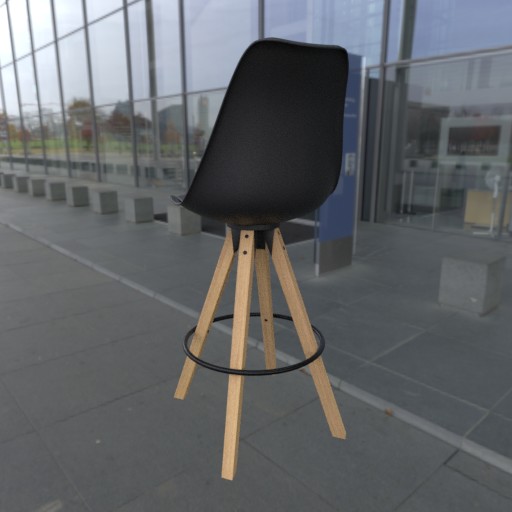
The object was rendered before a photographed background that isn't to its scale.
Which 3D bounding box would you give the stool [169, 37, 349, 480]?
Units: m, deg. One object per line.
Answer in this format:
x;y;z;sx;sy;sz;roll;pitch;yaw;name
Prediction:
0.000;0.000;1.359;0.485;1.115;0.550;-7;16;-26;stool
